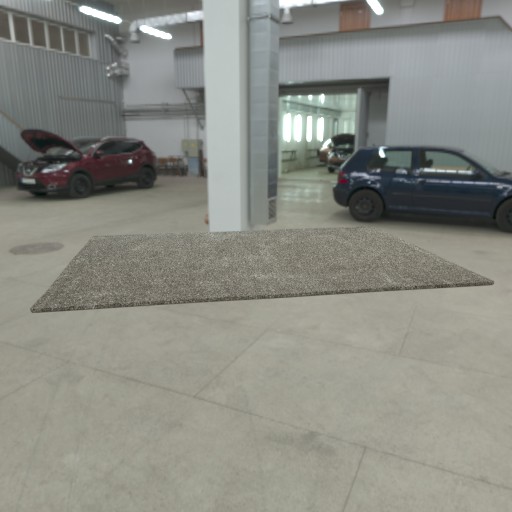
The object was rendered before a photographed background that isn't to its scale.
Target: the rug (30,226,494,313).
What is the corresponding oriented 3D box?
[{"bbox_3d":[0.000,0.000,3.384,2.699,0.026,1.802,-3,15,-9],"label":"rug"}]
